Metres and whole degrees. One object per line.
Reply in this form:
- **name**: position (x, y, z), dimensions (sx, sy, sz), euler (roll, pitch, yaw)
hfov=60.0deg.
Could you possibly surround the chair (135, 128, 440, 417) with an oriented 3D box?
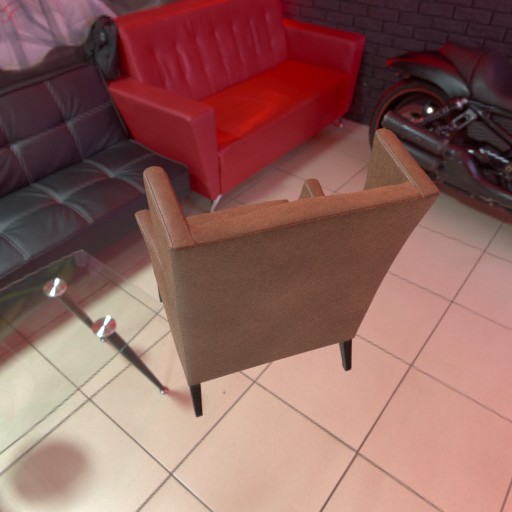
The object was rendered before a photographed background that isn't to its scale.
- **chair**: position (0.000, 0.000, 1.708), dimensions (0.815, 1.088, 0.913), euler (-13, 43, -14)
